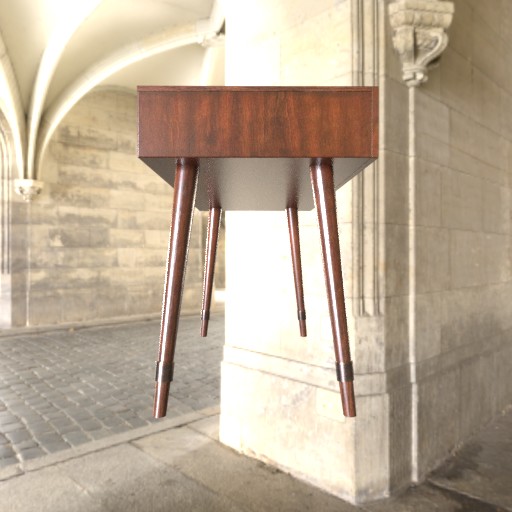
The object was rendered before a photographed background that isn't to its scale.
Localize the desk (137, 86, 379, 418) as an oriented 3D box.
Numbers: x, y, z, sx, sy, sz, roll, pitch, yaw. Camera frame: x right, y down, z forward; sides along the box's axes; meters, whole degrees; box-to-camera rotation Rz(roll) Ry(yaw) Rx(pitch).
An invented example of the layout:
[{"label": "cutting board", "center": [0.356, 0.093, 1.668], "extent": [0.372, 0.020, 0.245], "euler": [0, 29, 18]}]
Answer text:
[{"label": "desk", "center": [0.000, 0.000, 2.131], "extent": [0.734, 1.031, 1.577], "euler": [0, 0, 0]}]
